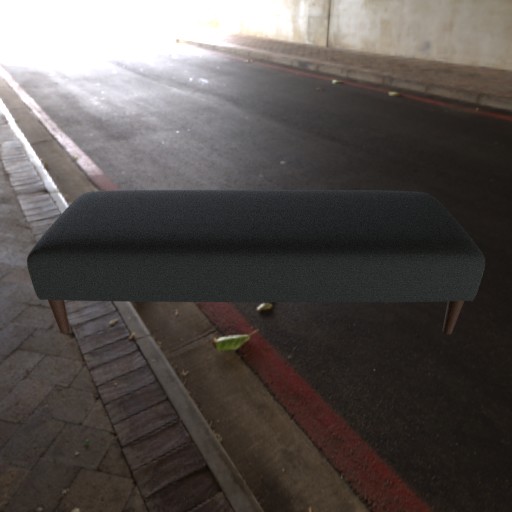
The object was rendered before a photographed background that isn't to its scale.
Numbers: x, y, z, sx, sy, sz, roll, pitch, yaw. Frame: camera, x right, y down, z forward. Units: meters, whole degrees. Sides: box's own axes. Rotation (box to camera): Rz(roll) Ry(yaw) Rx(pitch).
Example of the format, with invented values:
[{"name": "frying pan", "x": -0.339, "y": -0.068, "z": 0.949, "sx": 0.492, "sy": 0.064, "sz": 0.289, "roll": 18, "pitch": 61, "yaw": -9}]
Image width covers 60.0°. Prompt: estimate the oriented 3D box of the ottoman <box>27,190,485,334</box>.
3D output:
[{"name": "ottoman", "x": 0.000, "y": 0.000, "z": 1.872, "sx": 1.609, "sy": 0.393, "sz": 0.646, "roll": 0, "pitch": 31, "yaw": 0}]
